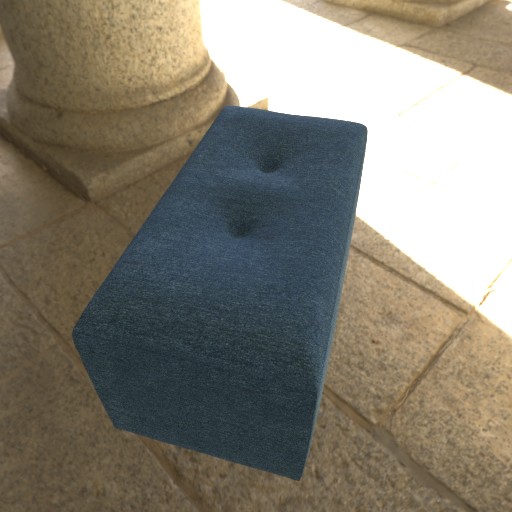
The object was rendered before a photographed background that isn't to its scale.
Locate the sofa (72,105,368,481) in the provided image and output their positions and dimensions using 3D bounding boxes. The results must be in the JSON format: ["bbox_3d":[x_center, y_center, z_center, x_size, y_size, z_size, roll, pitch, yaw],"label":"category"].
[{"bbox_3d":[0.000,0.000,1.200,0.480,0.470,0.930,11,46,11],"label":"sofa"}]
